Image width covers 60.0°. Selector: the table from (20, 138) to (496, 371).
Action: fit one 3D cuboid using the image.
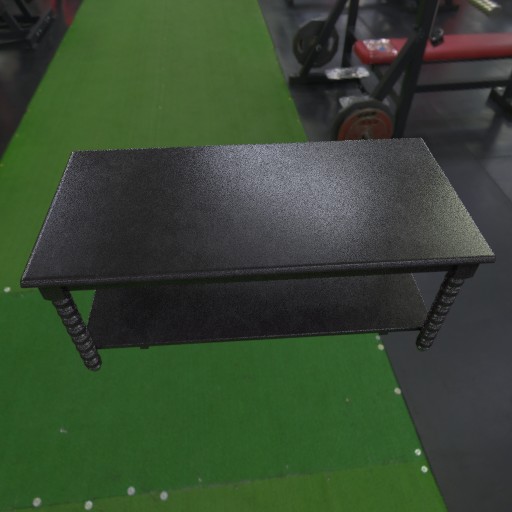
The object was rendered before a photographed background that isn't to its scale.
[{"bbox_3d":[0.000,0.000,1.448,1.171,0.487,0.580,-3,46,-3],"label":"table"}]
